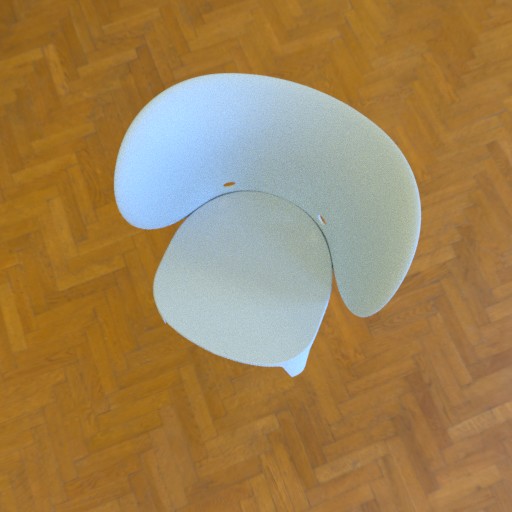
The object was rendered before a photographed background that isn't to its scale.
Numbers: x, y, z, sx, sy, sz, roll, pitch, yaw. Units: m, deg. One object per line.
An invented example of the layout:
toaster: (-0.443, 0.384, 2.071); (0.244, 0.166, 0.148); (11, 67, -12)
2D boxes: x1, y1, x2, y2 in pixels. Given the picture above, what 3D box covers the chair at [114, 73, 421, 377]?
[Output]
chair: (0.000, 0.000, 0.861); (0.451, 0.554, 0.402); (22, 77, 5)
